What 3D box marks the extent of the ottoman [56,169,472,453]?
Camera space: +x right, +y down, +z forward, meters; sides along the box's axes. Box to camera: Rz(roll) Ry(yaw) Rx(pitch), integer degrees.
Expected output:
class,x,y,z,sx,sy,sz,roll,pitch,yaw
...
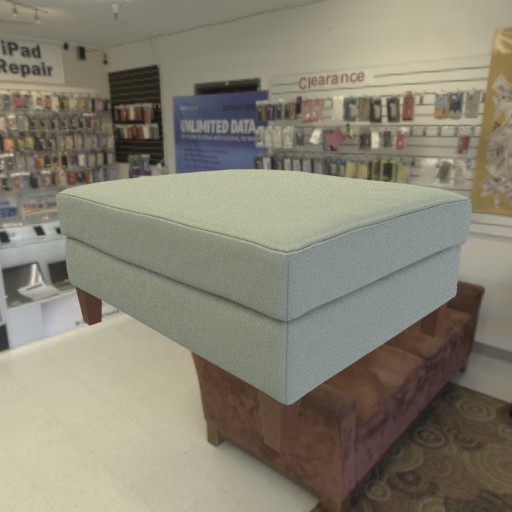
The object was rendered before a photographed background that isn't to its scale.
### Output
class,x,y,z,sx,sy,sz,roll,pitch,yaw
ottoman,0.000,0.000,1.392,0.991,0.494,0.842,16,22,43
